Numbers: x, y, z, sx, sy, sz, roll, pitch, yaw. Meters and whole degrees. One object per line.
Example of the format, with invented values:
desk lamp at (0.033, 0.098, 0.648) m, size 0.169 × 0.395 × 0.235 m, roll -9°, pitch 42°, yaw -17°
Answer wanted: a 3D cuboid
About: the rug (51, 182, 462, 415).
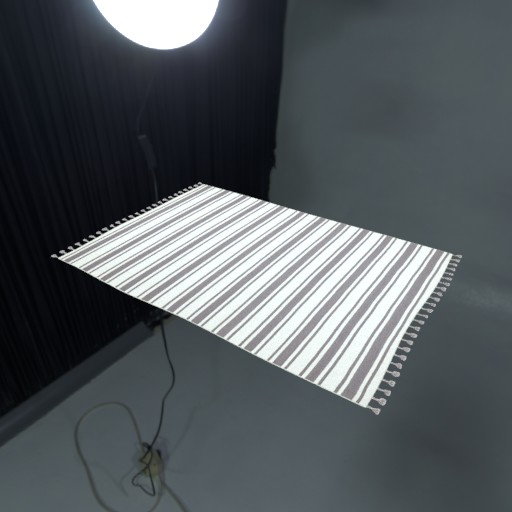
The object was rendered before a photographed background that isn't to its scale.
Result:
rug at (0.000, 0.000, 3.896) m, size 3.040 × 0.017 × 2.030 m, roll 20°, pitch 37°, yaw 28°
